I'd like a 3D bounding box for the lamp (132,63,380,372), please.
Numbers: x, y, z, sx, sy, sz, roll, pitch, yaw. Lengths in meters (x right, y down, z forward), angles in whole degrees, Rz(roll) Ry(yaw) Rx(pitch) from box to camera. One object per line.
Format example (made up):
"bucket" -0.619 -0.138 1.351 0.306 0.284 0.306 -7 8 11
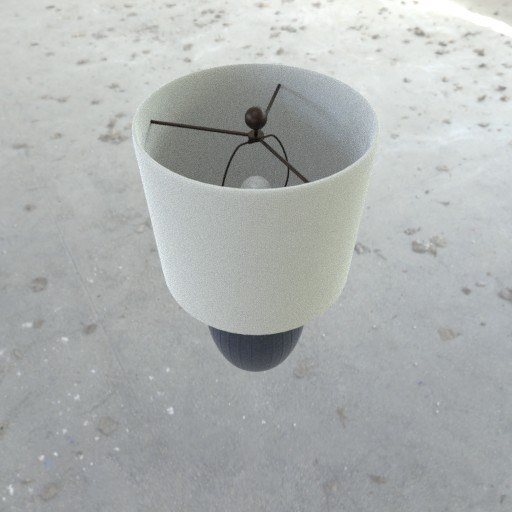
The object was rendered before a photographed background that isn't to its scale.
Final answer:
"lamp" 0.000 0.000 0.791 0.329 0.570 0.329 -24 51 -21
